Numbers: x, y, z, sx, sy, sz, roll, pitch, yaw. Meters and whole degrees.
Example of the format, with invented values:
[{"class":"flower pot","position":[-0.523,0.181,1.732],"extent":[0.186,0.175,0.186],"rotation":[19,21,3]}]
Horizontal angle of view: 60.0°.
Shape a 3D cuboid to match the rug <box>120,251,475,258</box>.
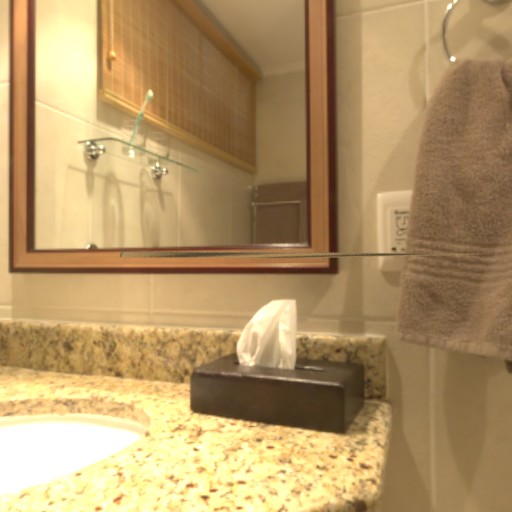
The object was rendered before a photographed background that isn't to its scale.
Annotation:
[{"class":"rug","position":[0.000,0.000,4.182],"extent":[2.453,0.004,3.037],"rotation":[0,-1,-17]}]
